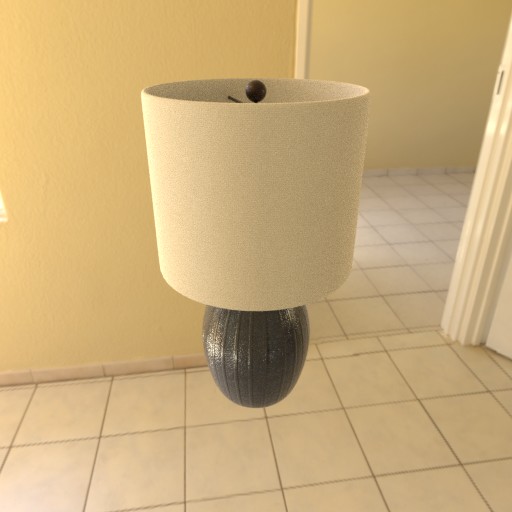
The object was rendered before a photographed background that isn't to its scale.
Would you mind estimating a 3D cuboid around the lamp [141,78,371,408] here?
[{"bbox_3d":[0.000,0.000,0.770,0.329,0.570,0.329,-8,28,-16],"label":"lamp"}]
